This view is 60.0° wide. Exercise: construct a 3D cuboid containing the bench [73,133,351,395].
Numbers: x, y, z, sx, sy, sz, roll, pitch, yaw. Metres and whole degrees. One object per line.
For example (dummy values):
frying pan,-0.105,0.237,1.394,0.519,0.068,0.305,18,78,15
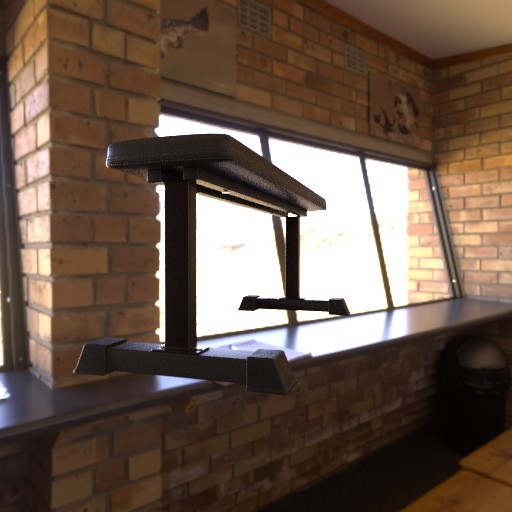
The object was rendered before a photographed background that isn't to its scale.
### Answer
bench,0.000,0.000,1.292,0.439,0.453,1.072,0,1,18
